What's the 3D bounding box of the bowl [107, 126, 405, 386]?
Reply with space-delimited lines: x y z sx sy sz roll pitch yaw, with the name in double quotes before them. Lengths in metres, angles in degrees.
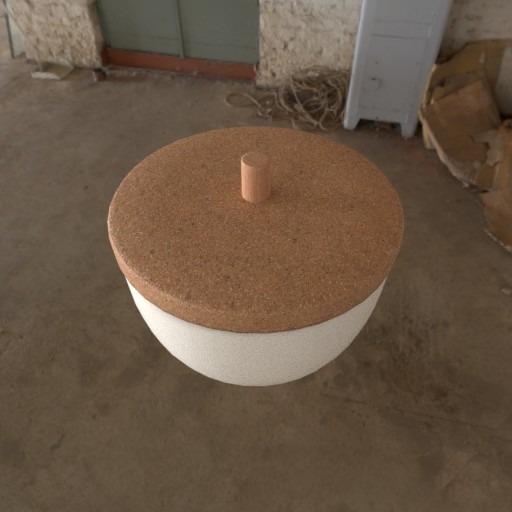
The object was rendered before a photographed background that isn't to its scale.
"bowl" 0.000 0.000 0.217 0.126 0.110 0.126 0 45 0
